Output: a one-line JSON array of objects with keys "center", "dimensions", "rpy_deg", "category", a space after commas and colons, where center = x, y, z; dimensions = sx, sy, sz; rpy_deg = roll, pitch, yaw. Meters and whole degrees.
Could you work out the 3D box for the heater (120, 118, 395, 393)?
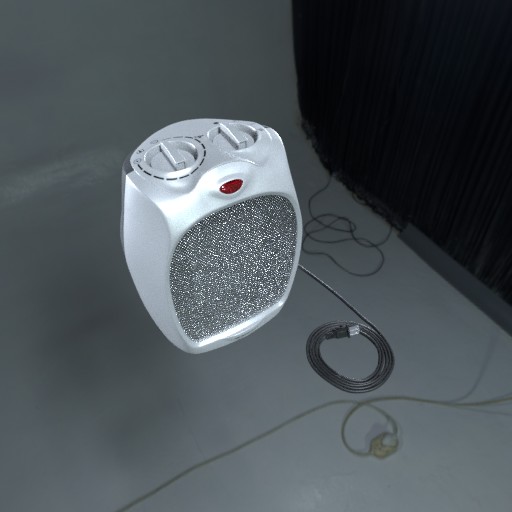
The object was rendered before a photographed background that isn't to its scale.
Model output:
[{"center": [0.000, 0.000, 0.462], "dimensions": [0.239, 0.240, 0.291], "rpy_deg": [-24, 51, -22], "category": "heater"}]
